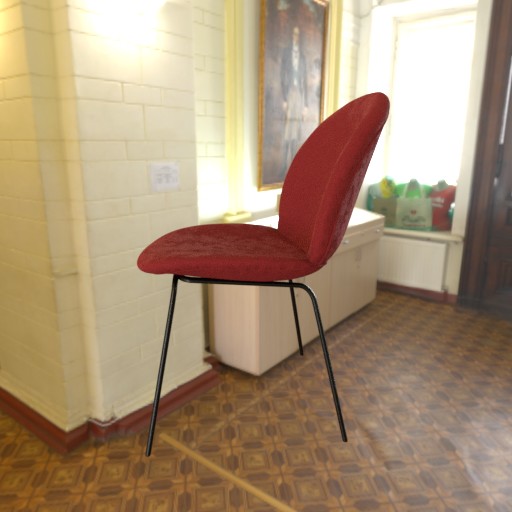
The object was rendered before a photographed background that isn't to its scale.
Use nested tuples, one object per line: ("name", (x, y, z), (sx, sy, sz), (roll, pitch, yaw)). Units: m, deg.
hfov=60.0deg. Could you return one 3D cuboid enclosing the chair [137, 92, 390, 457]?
("chair", (0.000, 0.000, 1.132), (0.587, 0.791, 0.458), (-2, 14, -7))
